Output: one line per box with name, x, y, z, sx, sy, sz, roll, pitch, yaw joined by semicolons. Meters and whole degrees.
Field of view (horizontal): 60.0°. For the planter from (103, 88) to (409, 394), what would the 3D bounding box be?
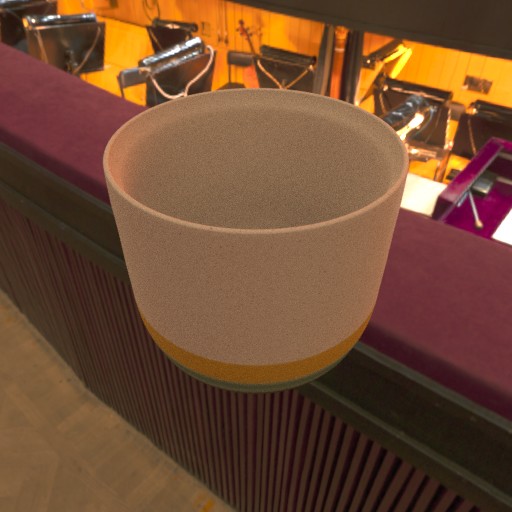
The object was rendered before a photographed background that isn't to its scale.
planter;0.000;0.000;0.484;0.268;0.270;0.268;0;41;0
